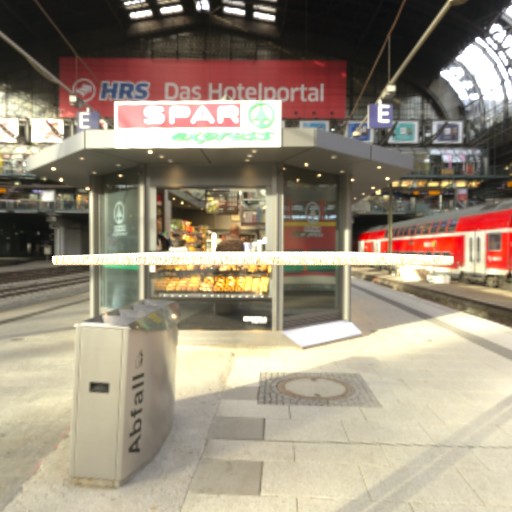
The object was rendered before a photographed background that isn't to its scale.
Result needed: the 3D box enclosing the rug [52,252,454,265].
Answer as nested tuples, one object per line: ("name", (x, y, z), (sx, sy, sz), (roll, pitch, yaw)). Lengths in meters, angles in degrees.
("rug", (0.000, 0.000, 2.098), (1.200, 0.027, 1.600), (0, 1, 1))
